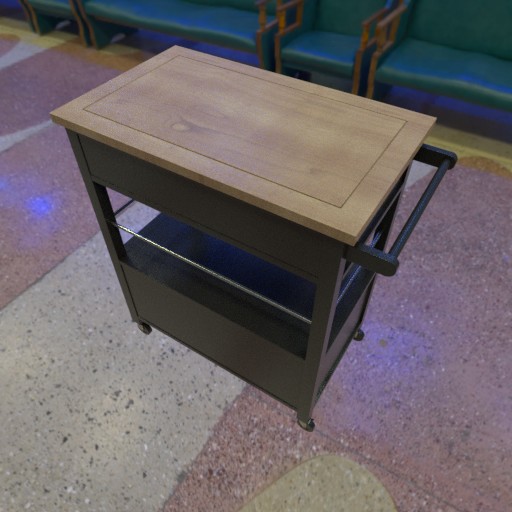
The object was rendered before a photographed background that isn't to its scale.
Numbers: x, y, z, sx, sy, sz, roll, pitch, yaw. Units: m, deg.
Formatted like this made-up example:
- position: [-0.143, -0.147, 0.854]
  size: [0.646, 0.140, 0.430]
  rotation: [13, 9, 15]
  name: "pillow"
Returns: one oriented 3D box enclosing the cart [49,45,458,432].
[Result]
- position: [0.000, 0.000, 1.330]
  size: [0.840, 0.901, 0.459]
  rotation: [25, 52, 21]
  name: "cart"
